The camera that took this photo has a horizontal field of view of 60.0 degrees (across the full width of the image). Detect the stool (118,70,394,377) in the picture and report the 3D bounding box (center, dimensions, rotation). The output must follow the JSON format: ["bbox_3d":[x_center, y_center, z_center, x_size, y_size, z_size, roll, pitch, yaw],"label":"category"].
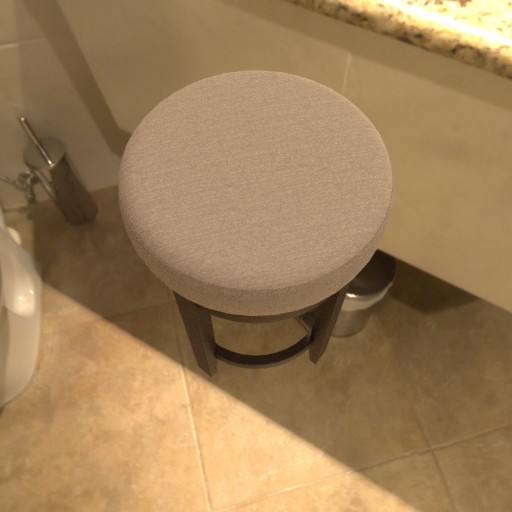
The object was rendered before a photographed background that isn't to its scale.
[{"bbox_3d":[0.000,0.000,0.962,0.443,0.672,0.443,0,63,0],"label":"stool"}]
